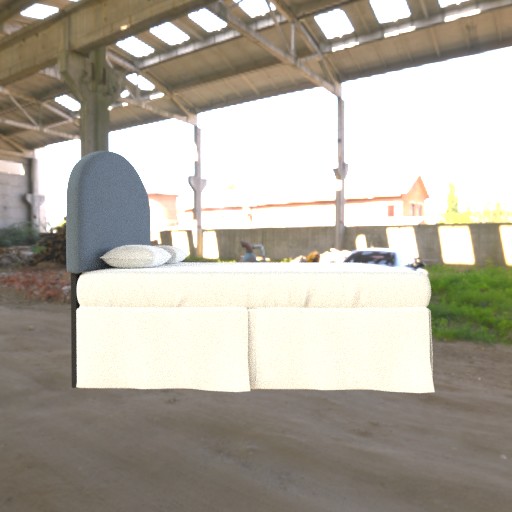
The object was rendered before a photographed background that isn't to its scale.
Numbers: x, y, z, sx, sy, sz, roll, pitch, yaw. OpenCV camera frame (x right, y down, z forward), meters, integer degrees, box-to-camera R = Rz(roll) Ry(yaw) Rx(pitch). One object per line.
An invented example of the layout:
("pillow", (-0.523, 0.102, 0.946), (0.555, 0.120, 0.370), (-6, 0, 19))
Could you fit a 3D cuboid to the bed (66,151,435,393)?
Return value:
("bed", (0.000, 0.000, 3.102), (2.005, 1.410, 1.607), (0, 1, 1))
